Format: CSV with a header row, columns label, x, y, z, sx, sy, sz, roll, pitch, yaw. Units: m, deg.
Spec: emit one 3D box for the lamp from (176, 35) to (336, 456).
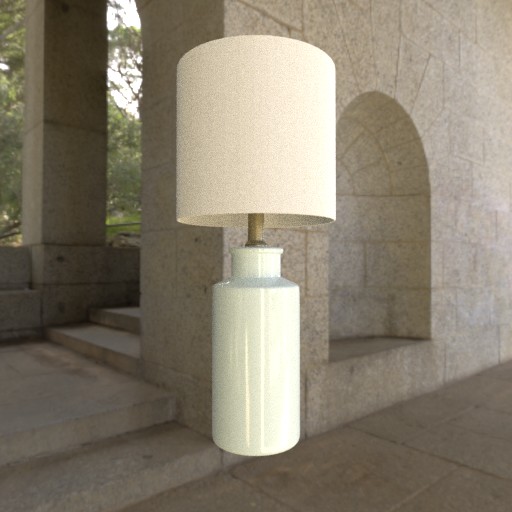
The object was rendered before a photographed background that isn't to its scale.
label,x,y,z,sx,sy,sz,roll,pitch,yaw
lamp,0.000,0.000,0.599,0.212,0.493,0.212,0,-1,19
